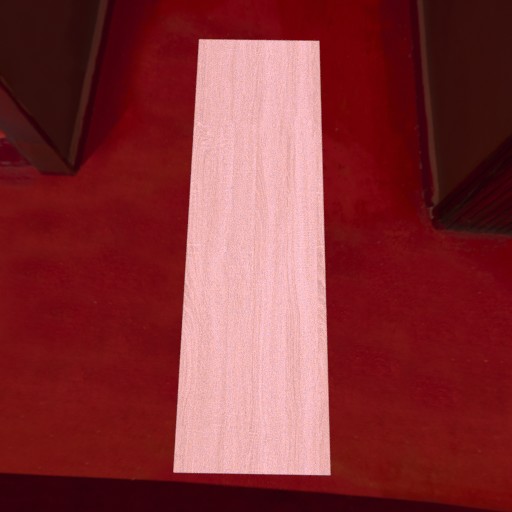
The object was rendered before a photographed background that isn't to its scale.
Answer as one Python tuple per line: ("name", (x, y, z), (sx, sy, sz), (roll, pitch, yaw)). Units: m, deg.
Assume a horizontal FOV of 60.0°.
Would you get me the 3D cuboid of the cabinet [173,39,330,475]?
("cabinet", (0.000, 0.000, 2.004), (0.500, 0.780, 1.649), (1, 75, 0))
